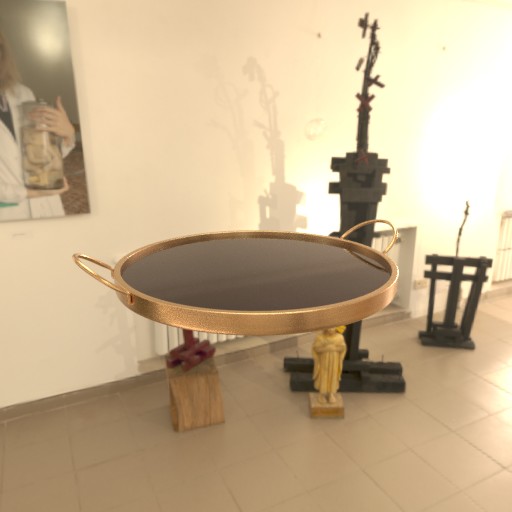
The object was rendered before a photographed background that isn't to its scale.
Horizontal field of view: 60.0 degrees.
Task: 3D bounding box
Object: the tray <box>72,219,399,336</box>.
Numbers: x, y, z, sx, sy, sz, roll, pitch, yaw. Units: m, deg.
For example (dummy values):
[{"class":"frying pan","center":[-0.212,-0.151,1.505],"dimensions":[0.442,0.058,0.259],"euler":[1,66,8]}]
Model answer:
[{"class":"tray","center":[0.000,0.000,0.711],"dimensions":[0.543,0.069,0.438],"euler":[-8,18,-26]}]
